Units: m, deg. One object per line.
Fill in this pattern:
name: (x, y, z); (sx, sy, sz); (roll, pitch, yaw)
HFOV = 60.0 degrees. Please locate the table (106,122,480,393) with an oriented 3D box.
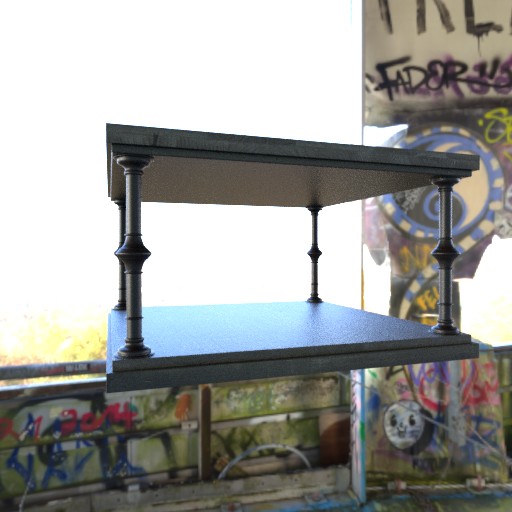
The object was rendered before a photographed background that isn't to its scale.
table: (0.000, 0.000, 1.093); (0.696, 0.400, 0.696); (0, 0, -18)
